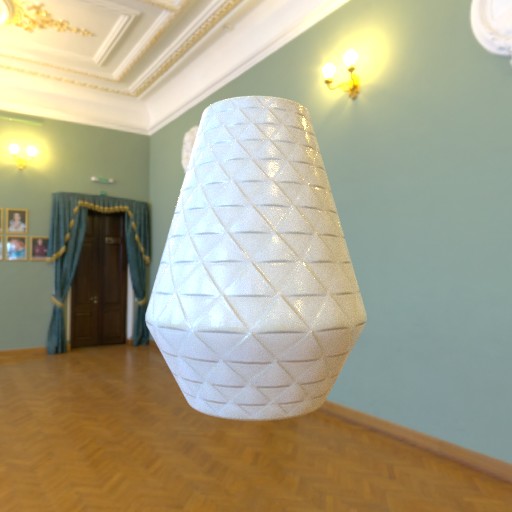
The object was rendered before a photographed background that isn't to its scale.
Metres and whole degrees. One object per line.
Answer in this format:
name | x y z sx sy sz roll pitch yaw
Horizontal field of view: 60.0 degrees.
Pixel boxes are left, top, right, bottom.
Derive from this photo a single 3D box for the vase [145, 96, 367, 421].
vase | 0.000 0.000 0.362 0.175 0.230 0.175 0 -2 0
